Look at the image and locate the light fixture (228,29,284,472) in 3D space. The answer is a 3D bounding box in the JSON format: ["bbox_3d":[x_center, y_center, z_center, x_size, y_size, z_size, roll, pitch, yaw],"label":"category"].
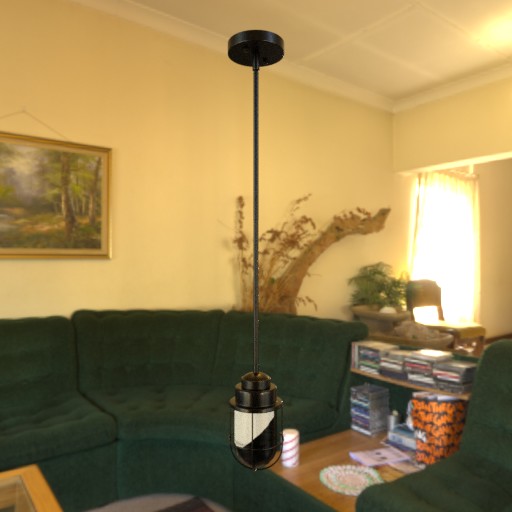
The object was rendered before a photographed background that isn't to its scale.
[{"bbox_3d":[0.000,0.000,0.958,0.123,0.920,0.123,-1,-1,36],"label":"light fixture"}]
